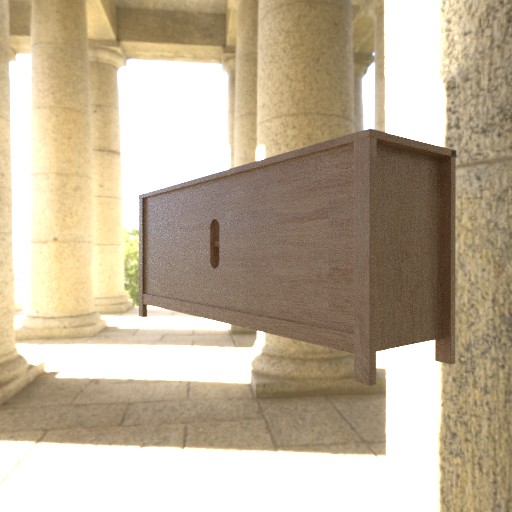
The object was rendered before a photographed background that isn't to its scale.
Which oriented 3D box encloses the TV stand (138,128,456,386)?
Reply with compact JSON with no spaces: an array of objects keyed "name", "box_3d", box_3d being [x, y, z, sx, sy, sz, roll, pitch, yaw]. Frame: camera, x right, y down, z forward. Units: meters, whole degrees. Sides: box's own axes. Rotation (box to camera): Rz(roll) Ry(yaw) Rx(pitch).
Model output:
[{"name":"TV stand","box_3d":[0.000,0.000,1.755,0.398,0.610,1.466,0,0,-36]}]
